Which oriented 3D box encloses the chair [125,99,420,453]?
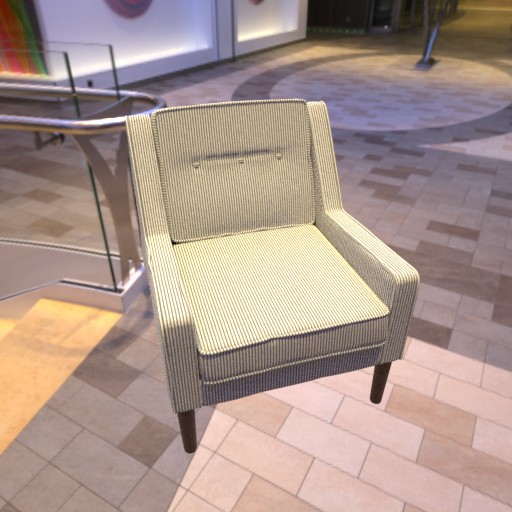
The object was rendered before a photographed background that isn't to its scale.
[{"bbox_3d":[0.000,0.000,1.349,0.663,0.792,0.743,-9,34,-14],"label":"chair"}]
